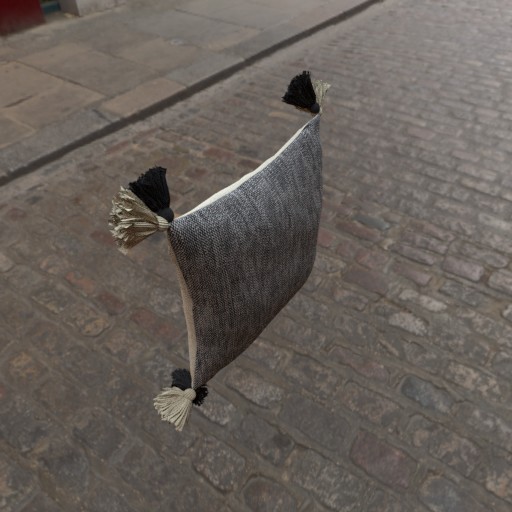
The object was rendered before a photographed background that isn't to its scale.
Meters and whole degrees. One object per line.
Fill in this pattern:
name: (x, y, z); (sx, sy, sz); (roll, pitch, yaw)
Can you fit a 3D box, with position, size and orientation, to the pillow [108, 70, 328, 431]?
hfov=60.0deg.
pillow: (0.000, 0.000, 0.982); (0.170, 0.659, 0.654); (26, 49, 25)
